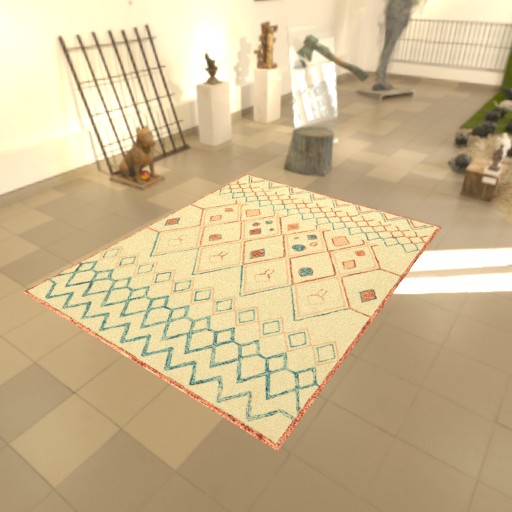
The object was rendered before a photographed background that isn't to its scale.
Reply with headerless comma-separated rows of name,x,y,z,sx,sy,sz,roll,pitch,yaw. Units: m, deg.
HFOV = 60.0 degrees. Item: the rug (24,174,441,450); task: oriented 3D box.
rug,0.000,0.000,4.027,2.441,0.016,3.050,21,38,29
